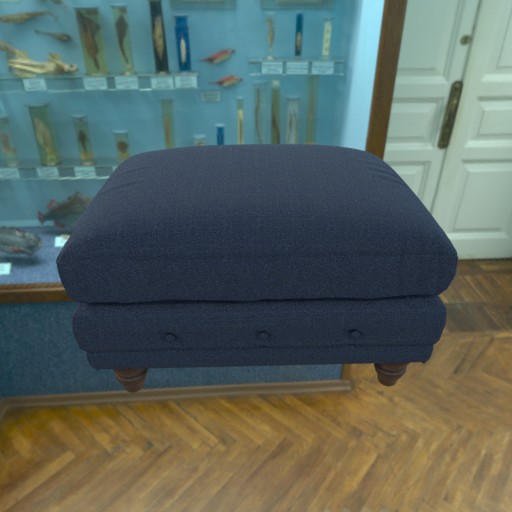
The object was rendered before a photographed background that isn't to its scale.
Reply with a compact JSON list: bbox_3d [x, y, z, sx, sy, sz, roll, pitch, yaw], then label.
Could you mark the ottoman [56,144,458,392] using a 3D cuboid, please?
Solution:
[{"bbox_3d":[0.000,0.000,1.126,0.767,0.486,0.558,-1,31,-2],"label":"ottoman"}]
